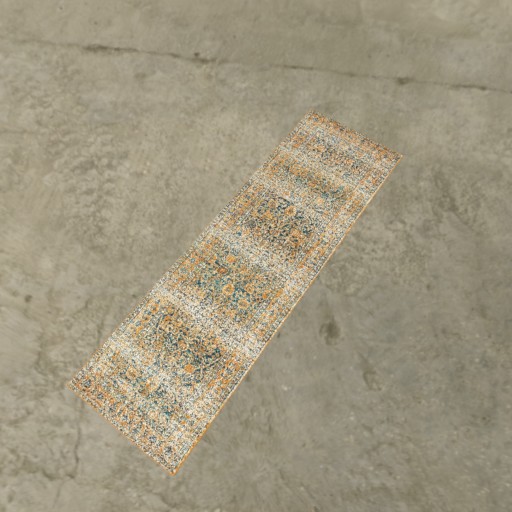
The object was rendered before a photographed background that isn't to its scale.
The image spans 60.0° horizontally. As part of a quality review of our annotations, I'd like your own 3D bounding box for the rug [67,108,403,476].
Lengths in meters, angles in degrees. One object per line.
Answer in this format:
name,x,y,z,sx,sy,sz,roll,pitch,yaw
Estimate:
rug,0.000,0.000,2.549,0.704,0.014,2.294,33,68,15
